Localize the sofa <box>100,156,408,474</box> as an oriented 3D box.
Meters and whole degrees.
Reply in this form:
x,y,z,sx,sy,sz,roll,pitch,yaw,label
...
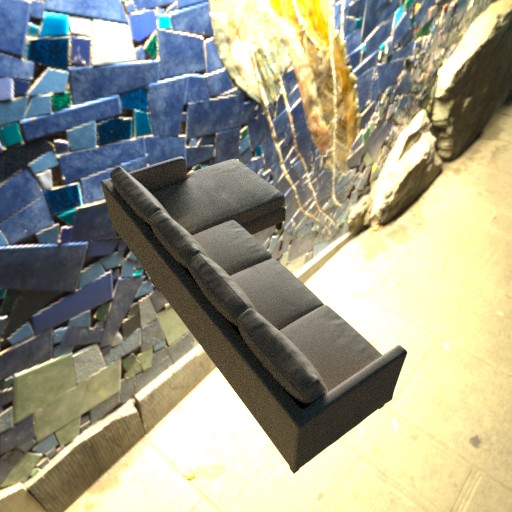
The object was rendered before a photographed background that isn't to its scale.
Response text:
x,y,z,sx,sy,sz,roll,pitch,yaw,label
0.000,0.000,3.978,1.625,0.846,3.186,-25,47,-25,sofa
